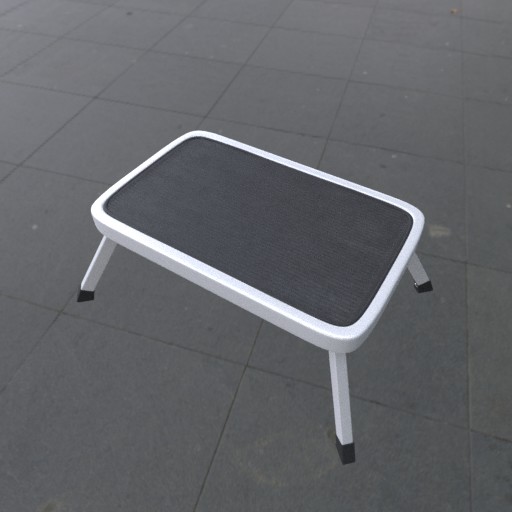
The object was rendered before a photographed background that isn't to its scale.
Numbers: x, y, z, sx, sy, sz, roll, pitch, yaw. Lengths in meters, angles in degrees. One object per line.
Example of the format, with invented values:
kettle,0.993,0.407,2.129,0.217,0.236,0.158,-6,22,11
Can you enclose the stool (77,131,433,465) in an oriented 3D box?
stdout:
stool,0.000,0.000,0.623,0.460,0.170,0.320,25,52,21
